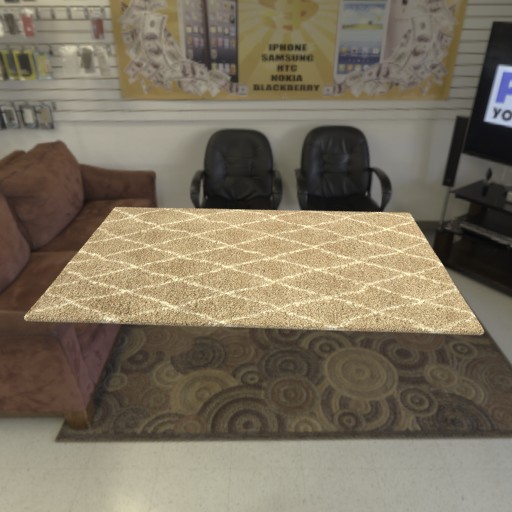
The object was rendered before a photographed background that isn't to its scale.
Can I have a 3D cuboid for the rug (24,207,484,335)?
[{"bbox_3d":[0.000,0.000,2.997,2.438,0.030,1.524,1,29,2],"label":"rug"}]
